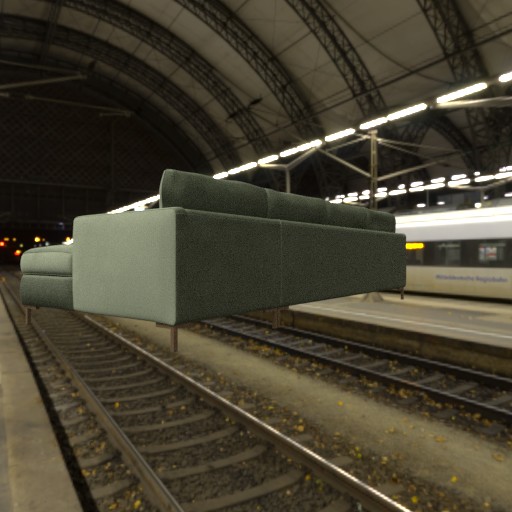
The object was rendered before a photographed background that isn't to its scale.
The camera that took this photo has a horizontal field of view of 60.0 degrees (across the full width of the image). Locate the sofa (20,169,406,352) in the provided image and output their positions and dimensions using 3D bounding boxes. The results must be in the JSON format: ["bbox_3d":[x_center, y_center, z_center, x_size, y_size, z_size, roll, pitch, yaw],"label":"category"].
[{"bbox_3d":[0.000,0.000,3.159,1.255,0.756,2.725,0,0,37],"label":"sofa"}]
